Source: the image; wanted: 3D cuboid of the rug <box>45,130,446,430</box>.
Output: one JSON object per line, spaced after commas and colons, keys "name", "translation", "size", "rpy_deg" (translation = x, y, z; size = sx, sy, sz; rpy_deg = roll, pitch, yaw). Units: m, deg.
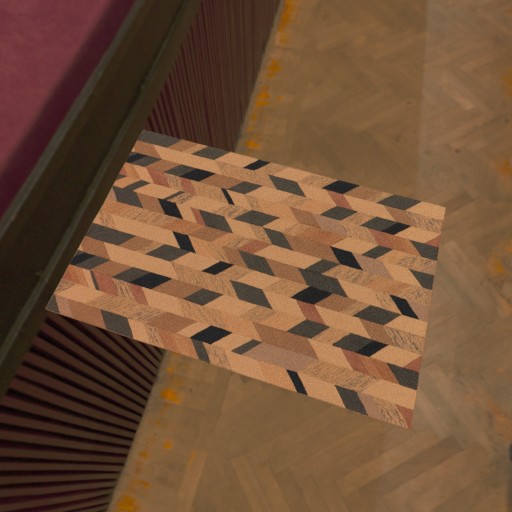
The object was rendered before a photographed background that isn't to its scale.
{"name": "rug", "translation": [0.000, 0.000, 2.310], "size": [1.813, 0.006, 1.202], "rpy_deg": [16, 66, 8]}
